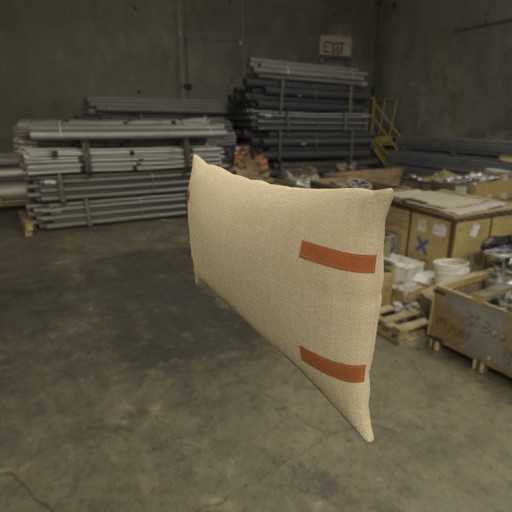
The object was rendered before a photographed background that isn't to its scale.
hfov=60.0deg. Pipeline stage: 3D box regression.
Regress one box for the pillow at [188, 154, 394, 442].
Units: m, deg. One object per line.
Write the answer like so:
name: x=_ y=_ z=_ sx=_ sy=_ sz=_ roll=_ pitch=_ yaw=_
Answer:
pillow: x=0.000 y=0.000 z=0.750 sx=0.148 sy=0.308 sz=0.612 roll=-9 pitch=19 yaw=-26
